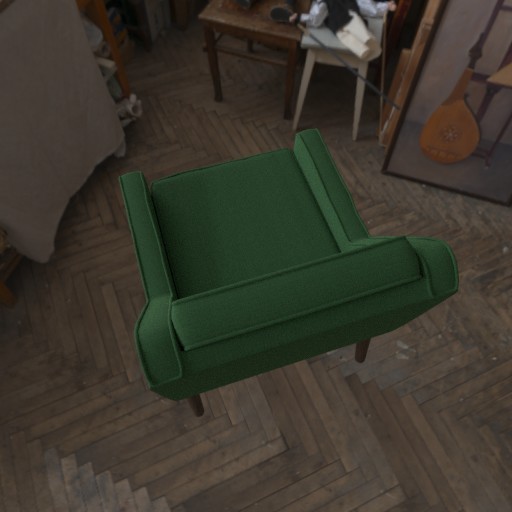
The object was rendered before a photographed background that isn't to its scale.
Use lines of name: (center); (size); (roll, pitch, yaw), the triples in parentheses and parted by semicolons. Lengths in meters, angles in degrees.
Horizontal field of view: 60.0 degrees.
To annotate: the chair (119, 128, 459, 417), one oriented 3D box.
chair: (0.000, 0.000, 1.302); (0.663, 0.792, 0.743); (-16, 62, -9)
